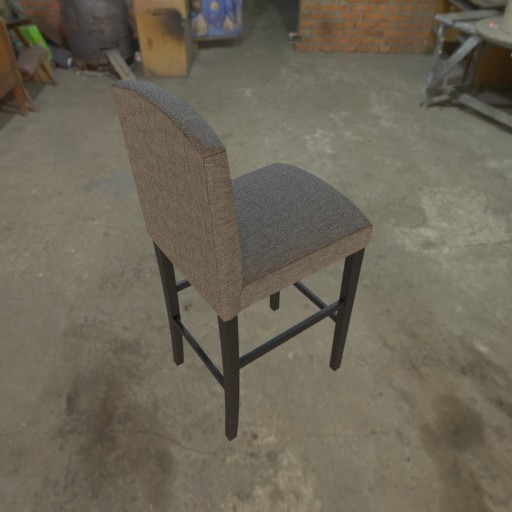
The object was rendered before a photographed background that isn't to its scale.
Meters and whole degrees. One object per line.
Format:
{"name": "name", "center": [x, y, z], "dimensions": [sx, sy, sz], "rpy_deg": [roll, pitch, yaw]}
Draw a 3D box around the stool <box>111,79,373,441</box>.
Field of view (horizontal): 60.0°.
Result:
{"name": "stool", "center": [0.000, 0.000, 1.394], "dimensions": [0.552, 1.138, 0.451], "rpy_deg": [-25, 47, -26]}
